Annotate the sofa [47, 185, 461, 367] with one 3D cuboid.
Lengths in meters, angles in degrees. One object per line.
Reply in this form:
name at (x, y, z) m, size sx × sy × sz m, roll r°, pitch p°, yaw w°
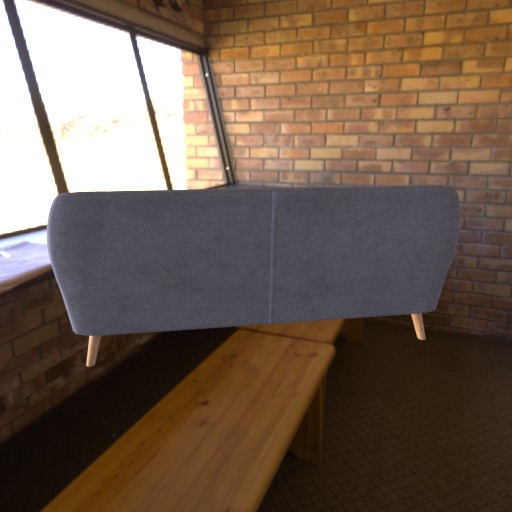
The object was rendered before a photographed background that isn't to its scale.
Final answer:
sofa at (0.000, 0.000, 2.440) m, size 1.970 × 0.830 × 0.830 m, roll -3°, pitch 15°, yaw -9°
